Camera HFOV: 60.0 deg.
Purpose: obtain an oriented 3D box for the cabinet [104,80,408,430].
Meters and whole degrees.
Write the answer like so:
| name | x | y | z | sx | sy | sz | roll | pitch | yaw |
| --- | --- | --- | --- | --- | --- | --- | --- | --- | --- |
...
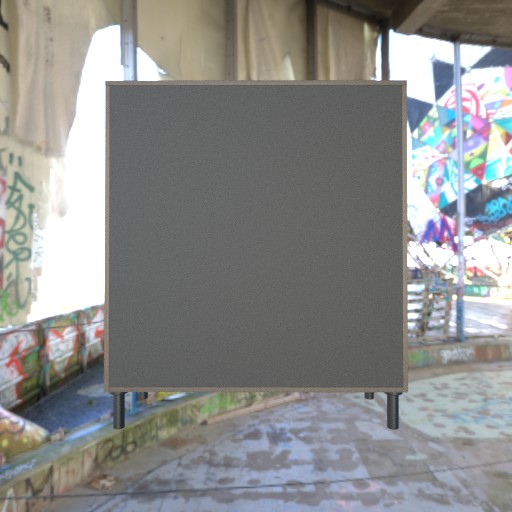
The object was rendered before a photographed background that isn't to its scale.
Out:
| name | x | y | z | sx | sy | sz | roll | pitch | yaw |
| --- | --- | --- | --- | --- | --- | --- | --- | --- | --- |
| cabinet | 0.000 | 0.000 | 1.674 | 1.010 | 1.170 | 0.400 | 0 | -1 | 0 |
